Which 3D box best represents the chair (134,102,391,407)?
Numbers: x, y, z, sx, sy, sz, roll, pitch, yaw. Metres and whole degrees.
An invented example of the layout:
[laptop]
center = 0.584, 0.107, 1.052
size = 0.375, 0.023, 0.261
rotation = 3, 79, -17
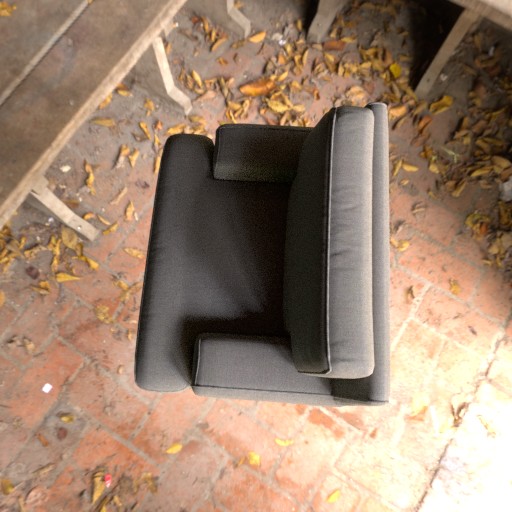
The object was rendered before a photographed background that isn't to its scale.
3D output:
[chair]
center = 0.000, 0.000, 2.036
size = 1.043, 0.974, 1.270
rotation = 4, 75, 1
